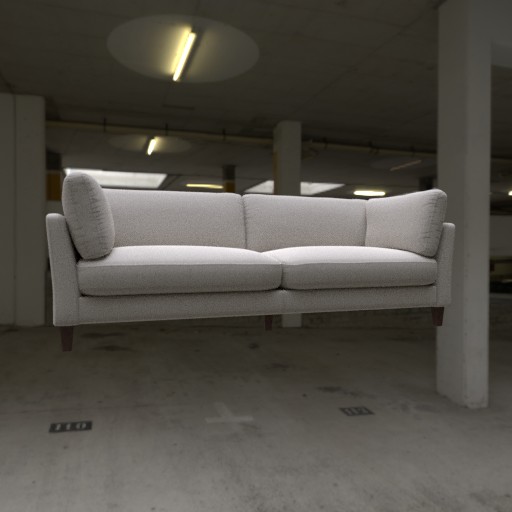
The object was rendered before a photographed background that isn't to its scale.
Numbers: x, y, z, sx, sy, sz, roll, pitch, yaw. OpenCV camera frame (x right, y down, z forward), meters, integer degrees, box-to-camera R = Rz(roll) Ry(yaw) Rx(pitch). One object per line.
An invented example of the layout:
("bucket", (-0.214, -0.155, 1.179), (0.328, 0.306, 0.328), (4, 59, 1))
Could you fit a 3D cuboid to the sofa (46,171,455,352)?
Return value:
("sofa", (0.000, 0.000, 2.784), (2.301, 0.863, 0.957), (0, 1, -19))
